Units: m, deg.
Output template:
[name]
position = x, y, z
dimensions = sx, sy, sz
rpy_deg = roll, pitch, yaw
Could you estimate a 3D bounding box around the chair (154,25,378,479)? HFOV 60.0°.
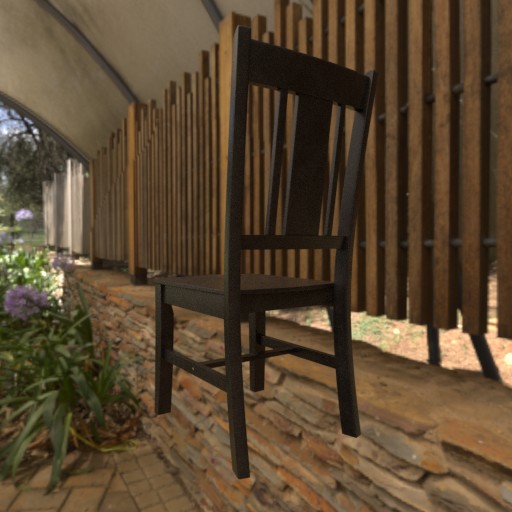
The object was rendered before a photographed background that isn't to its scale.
[chair]
position = 0.000, 0.000, 1.286
dimensions = 0.450, 0.998, 0.555
rpy_deg = -1, 2, -35
